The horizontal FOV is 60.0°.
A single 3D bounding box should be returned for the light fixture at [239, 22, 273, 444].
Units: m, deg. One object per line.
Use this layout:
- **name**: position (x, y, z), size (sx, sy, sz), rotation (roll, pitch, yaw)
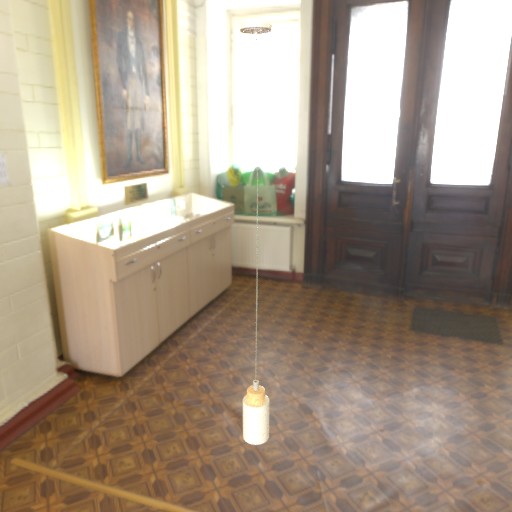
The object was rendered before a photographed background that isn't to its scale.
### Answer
- **light fixture**: position (0.000, 0.000, 1.907), size (0.125, 1.798, 0.125), rotation (-7, 17, -25)
